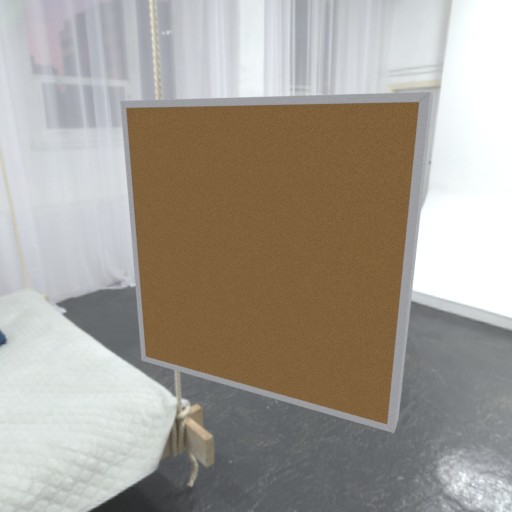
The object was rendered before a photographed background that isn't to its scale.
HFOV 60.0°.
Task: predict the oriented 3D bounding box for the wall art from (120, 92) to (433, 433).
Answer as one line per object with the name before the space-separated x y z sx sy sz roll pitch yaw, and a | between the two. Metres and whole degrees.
wall art | 0.000 0.000 0.756 0.509 0.509 0.040 8 18 25
